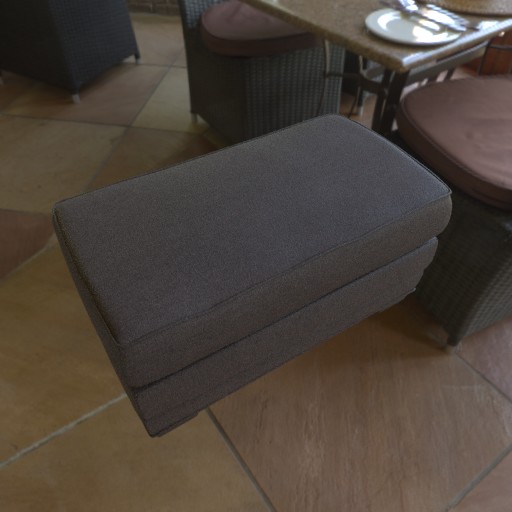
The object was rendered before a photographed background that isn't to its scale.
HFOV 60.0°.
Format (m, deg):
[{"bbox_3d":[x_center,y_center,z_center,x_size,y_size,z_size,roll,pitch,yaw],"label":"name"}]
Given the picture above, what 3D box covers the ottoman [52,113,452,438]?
[{"bbox_3d":[0.000,0.000,1.165,0.864,0.448,0.490,-24,50,-21],"label":"ottoman"}]
